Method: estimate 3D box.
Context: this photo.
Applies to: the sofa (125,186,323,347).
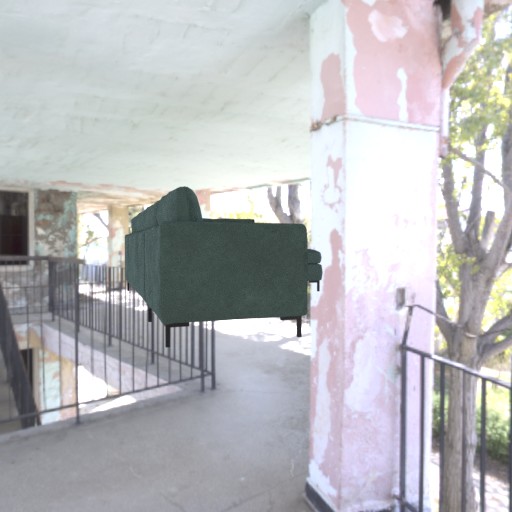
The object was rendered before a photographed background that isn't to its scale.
[{"bbox_3d":[0.000,0.000,3.232,1.707,0.687,2.486,-1,1,-20],"label":"sofa"}]
